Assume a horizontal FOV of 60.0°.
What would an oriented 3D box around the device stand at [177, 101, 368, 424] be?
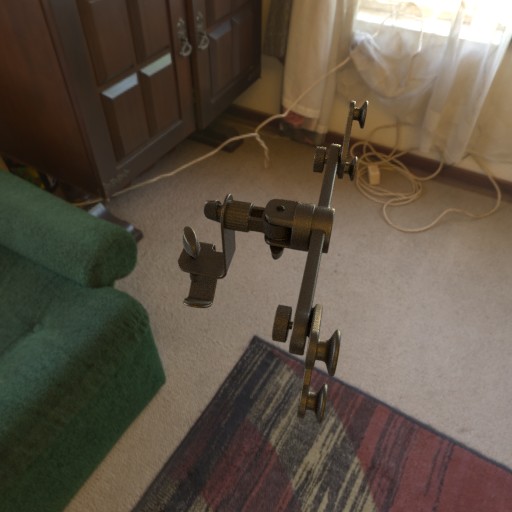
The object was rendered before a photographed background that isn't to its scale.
[{"bbox_3d":[0.000,0.000,0.371,0.142,0.166,0.270,9,47,9],"label":"device stand"}]
